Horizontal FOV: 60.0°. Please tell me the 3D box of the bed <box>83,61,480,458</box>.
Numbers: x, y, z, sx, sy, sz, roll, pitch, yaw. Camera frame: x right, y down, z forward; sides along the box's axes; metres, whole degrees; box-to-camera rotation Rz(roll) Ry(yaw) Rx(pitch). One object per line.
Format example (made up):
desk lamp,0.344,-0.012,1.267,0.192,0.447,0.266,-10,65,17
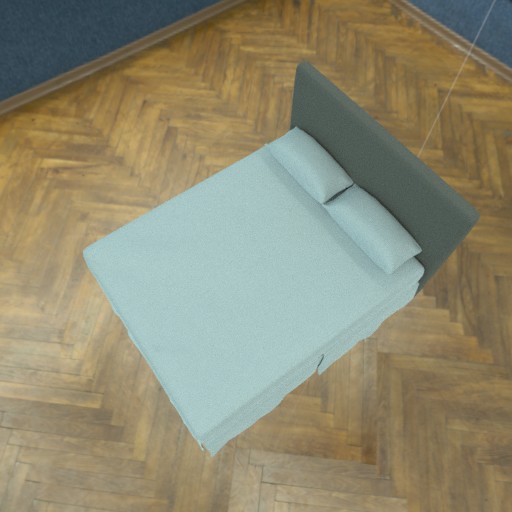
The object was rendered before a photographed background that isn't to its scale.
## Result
bed,0.000,0.000,3.231,2.142,1.330,1.748,-33,67,-16
